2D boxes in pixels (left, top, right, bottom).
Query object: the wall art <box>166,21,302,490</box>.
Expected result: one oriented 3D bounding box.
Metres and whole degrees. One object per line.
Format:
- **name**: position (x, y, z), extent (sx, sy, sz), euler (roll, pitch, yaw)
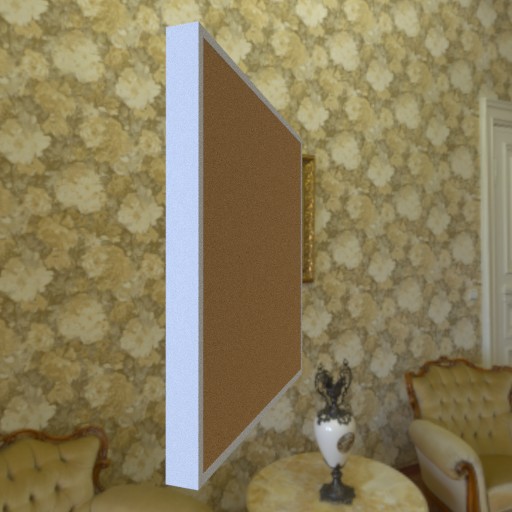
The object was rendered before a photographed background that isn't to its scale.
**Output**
- **wall art**: position (0.000, 0.000, 0.435), extent (0.024, 0.304, 0.304), euler (0, 0, 19)
